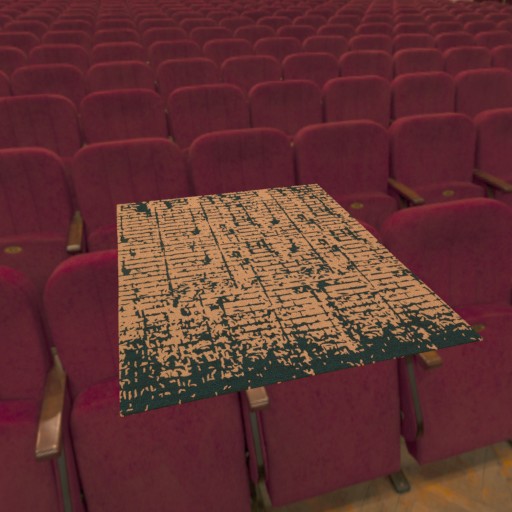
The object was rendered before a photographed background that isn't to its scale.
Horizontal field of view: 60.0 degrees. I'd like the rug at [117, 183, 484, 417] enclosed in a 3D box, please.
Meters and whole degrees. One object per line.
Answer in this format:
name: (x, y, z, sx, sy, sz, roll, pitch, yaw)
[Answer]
rug: (0.000, 0.000, 4.014, 2.416, 0.014, 3.017, -8, 31, -13)
